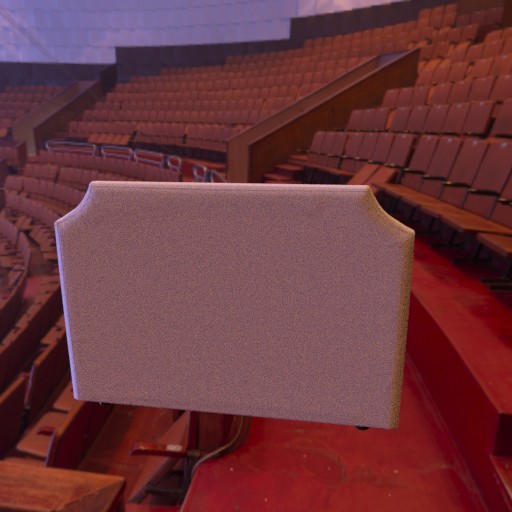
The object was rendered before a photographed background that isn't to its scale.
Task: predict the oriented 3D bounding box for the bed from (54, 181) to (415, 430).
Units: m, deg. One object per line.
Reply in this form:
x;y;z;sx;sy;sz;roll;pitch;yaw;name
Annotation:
0.000;0.000;3.297;1.828;1.297;2.164;2;16;8;bed
